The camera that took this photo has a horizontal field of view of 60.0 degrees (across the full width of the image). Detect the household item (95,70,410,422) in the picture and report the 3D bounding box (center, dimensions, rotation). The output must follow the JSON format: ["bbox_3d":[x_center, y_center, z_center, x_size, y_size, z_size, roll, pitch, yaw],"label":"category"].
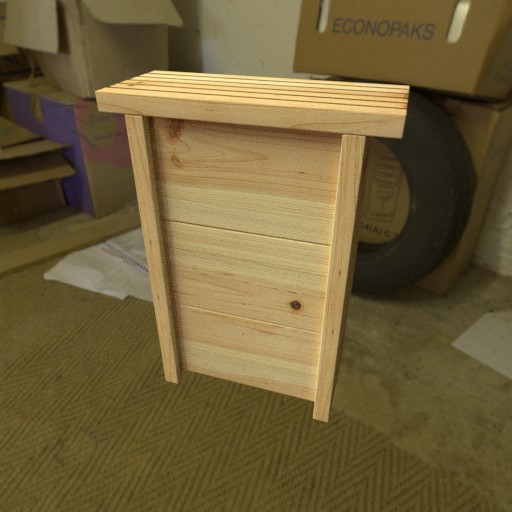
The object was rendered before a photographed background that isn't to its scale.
[{"bbox_3d":[0.000,0.000,0.564,0.301,0.407,0.123,10,33,15],"label":"household item"}]
